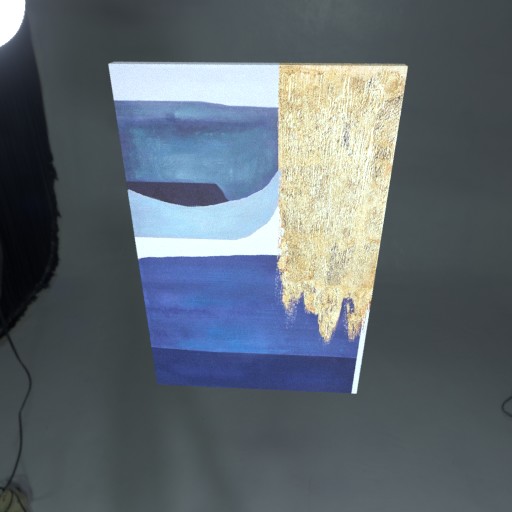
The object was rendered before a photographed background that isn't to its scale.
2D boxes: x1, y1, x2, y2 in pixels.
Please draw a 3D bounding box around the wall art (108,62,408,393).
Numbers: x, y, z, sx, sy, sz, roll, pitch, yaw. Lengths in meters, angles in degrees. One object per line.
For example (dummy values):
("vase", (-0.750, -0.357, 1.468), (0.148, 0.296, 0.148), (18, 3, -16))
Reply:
("wall art", (0.000, 0.000, 1.139), (0.607, 0.911, 0.039), (2, 30, 3))
